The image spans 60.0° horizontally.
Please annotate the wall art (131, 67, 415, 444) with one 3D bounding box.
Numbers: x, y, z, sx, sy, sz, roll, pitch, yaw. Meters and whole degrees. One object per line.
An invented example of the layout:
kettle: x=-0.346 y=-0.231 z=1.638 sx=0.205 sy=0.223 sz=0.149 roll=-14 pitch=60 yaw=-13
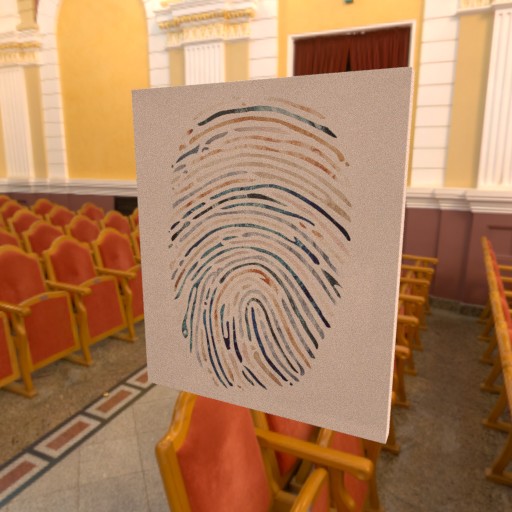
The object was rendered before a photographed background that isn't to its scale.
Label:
wall art: x=0.000 y=0.000 z=0.816 sx=0.508 sy=0.606 sz=0.037 roll=6 pitch=14 yaw=25
